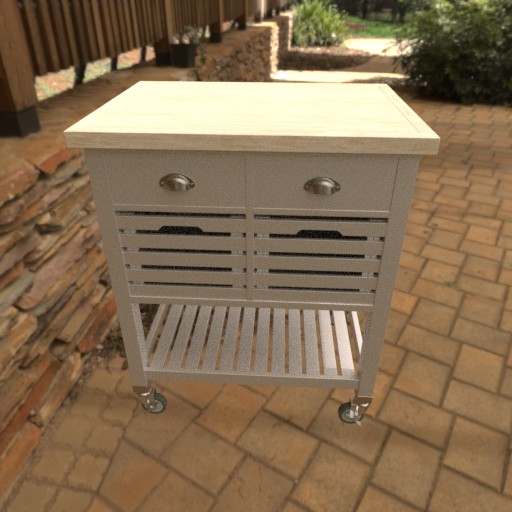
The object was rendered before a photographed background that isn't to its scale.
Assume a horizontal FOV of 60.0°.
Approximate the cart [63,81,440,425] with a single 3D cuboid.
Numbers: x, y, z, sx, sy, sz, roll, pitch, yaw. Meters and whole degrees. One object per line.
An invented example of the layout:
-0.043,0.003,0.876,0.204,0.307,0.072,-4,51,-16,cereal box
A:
0.000,0.000,1.369,0.762,0.914,0.559,2,32,3,cart
